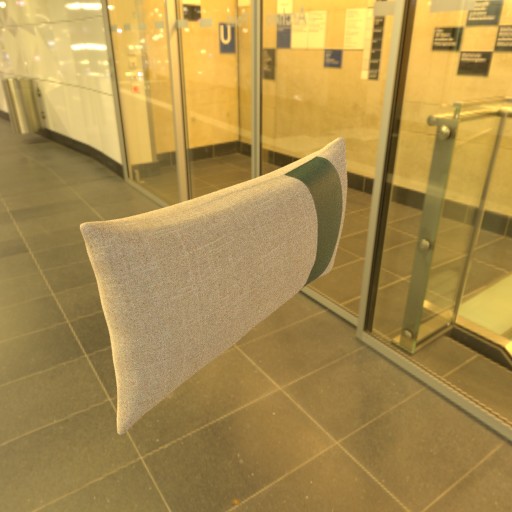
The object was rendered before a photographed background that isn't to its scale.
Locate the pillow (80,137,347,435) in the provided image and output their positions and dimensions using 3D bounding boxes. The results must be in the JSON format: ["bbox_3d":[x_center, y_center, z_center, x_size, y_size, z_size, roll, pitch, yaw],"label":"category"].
[{"bbox_3d":[0.000,0.000,1.048,0.197,0.429,0.859,17,31,32],"label":"pillow"}]
